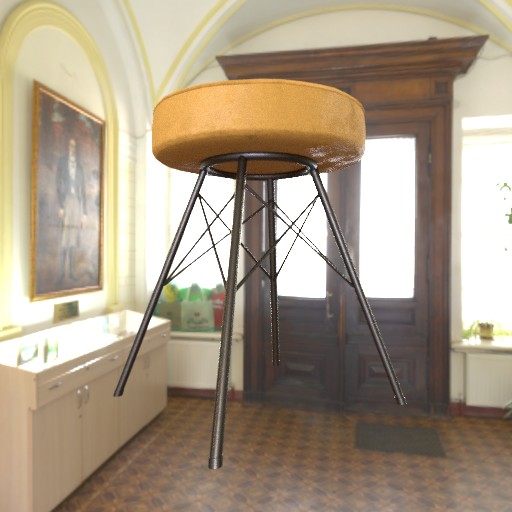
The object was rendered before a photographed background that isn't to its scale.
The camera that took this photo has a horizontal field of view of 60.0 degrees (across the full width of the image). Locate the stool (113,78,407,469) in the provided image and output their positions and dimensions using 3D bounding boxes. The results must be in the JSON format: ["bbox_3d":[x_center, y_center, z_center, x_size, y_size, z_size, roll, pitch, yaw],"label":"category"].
[{"bbox_3d":[0.000,0.000,0.915,0.472,0.595,0.438,0,0,-35],"label":"stool"}]
